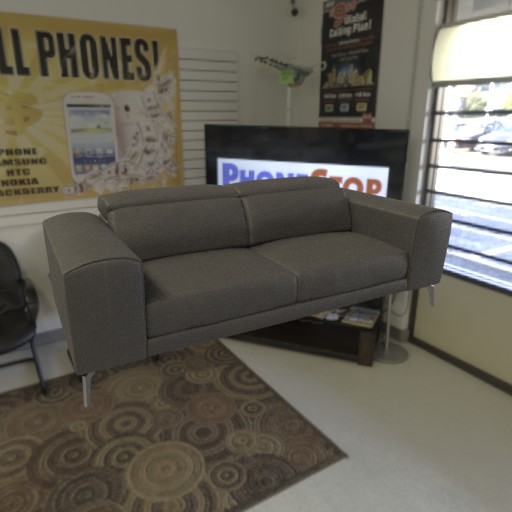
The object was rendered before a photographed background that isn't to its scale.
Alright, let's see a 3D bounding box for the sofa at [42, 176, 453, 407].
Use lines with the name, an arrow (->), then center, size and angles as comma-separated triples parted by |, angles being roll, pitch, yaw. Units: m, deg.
sofa -> 0.000, 0.000, 2.770 | 2.330, 0.814, 1.048 | -10, 20, -27
